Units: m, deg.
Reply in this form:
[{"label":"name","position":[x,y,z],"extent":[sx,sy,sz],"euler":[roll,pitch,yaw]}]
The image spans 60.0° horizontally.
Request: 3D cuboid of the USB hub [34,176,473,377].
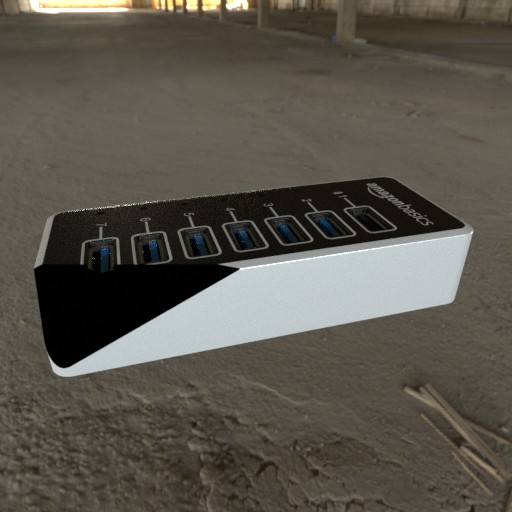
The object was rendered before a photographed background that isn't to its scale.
[{"label":"USB hub","position":[0.000,0.000,0.126],"extent":[0.110,0.023,0.044],"euler":[-8,31,-14]}]
